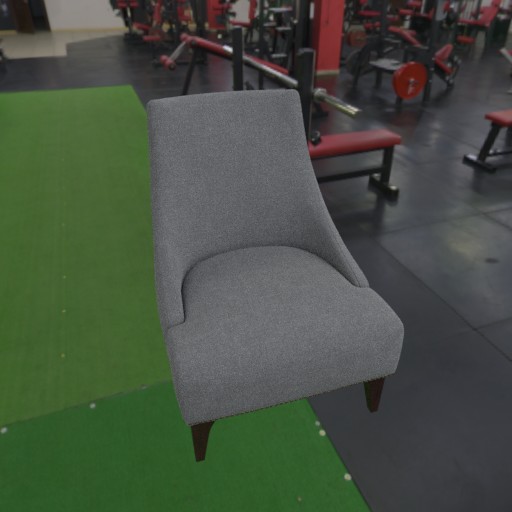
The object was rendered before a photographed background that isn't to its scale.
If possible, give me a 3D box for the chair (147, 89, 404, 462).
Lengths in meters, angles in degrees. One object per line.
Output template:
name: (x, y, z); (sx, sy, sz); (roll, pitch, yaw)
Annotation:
chair: (0.000, 0.000, 1.512); (0.701, 0.909, 0.861); (-10, 34, -14)
